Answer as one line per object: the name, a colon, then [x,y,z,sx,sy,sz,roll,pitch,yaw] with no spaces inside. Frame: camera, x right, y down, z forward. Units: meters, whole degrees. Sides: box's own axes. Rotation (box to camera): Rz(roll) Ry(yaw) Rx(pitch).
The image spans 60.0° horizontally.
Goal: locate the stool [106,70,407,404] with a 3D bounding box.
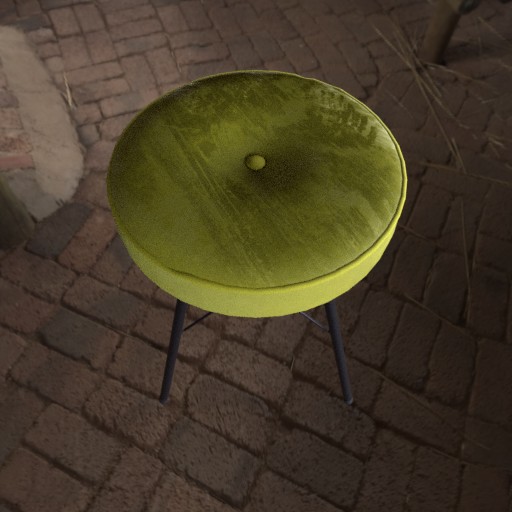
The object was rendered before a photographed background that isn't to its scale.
stool: [0.000,0.000,0.808,0.409,0.508,0.409,0,57,0]
